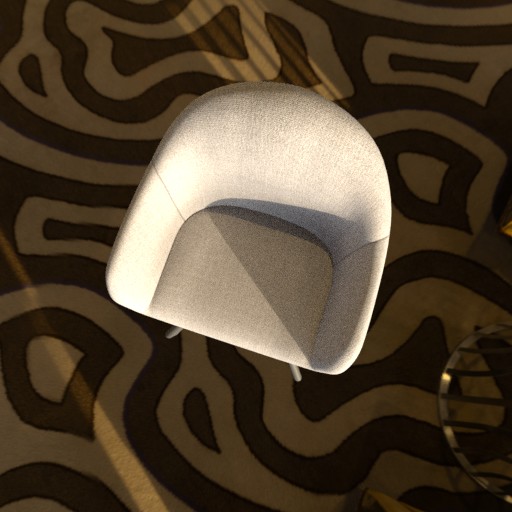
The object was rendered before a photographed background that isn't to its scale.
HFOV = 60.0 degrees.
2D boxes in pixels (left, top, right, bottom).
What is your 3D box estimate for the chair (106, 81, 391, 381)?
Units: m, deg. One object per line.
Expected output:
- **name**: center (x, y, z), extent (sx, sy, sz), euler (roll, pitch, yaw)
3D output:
- **chair**: center (0.000, 0.000, 1.209), extent (0.590, 0.795, 0.550), euler (17, 76, 5)
